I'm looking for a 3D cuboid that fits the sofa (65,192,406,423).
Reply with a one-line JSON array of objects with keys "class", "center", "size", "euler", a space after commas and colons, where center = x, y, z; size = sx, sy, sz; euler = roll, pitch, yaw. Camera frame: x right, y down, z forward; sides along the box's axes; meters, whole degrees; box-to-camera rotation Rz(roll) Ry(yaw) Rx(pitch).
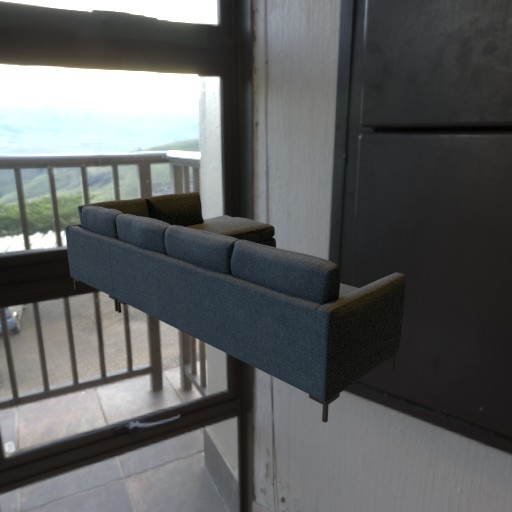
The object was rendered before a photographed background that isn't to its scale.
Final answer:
[{"class": "sofa", "center": [0.000, 0.000, 3.780], "size": [2.949, 0.815, 2.007], "euler": [15, 21, 42]}]
